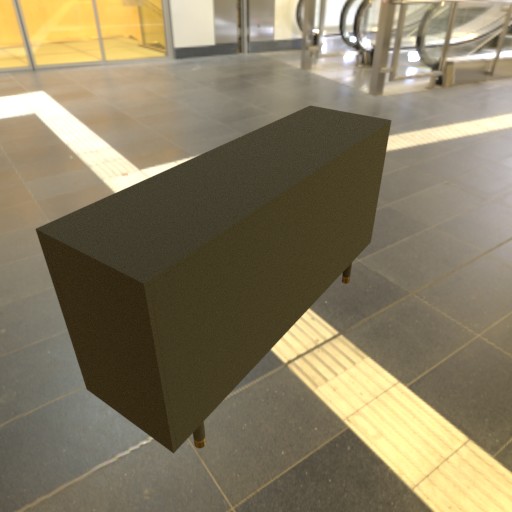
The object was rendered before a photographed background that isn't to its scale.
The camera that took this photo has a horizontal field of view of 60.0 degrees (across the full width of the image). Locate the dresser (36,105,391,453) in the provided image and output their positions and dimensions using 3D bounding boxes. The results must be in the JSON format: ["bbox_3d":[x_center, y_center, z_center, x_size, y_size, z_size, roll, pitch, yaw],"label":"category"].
[{"bbox_3d":[0.000,0.000,1.917,0.463,0.872,1.558,22,39,29],"label":"dresser"}]
